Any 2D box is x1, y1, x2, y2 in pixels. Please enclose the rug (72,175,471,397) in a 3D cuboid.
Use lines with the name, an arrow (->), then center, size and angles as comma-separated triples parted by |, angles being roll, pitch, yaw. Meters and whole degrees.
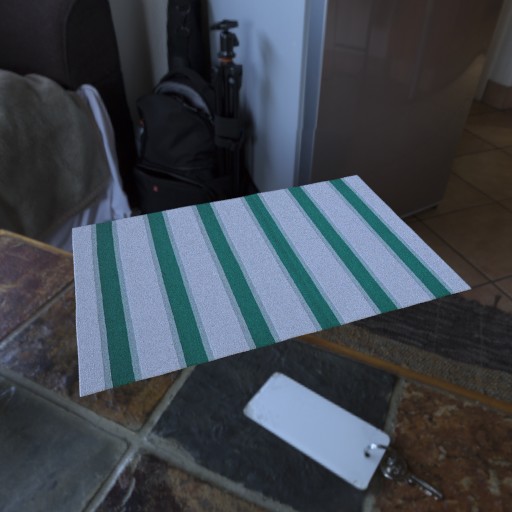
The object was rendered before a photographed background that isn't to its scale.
rug -> 0.000, 0.000, 3.122 | 2.436, 0.015, 1.521 | -13, 42, -14
